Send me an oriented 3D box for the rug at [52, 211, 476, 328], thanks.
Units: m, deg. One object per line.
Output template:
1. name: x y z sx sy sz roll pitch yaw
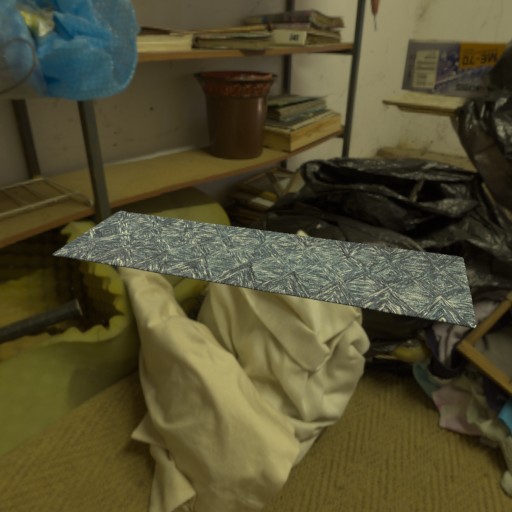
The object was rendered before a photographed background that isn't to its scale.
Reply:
1. rug: 0.000 0.000 2.590 2.306 0.013 0.719 9 29 16
